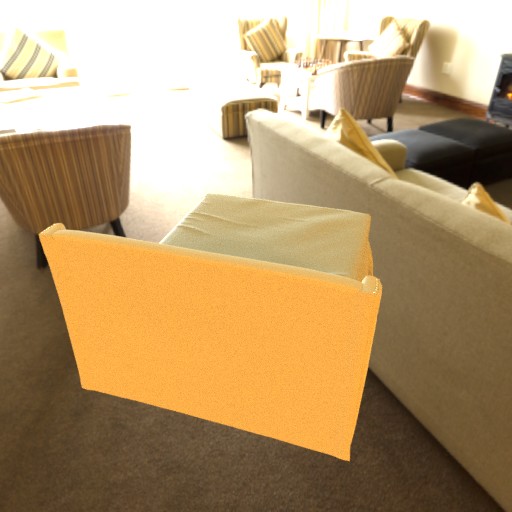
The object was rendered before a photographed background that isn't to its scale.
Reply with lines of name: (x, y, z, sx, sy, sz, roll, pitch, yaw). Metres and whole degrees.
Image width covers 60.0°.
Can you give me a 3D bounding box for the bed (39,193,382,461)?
bed: (0.000, 0.000, 3.524, 1.925, 1.332, 2.276, 10, 34, 15)
